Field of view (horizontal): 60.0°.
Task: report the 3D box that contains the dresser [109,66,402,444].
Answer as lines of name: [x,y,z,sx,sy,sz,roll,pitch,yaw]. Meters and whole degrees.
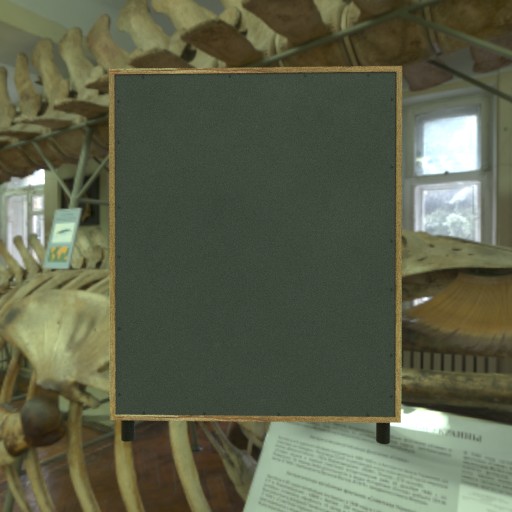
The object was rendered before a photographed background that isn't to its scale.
dresser: [0.000,0.000,1.702,0.966,1.243,0.480,0,0,1]
